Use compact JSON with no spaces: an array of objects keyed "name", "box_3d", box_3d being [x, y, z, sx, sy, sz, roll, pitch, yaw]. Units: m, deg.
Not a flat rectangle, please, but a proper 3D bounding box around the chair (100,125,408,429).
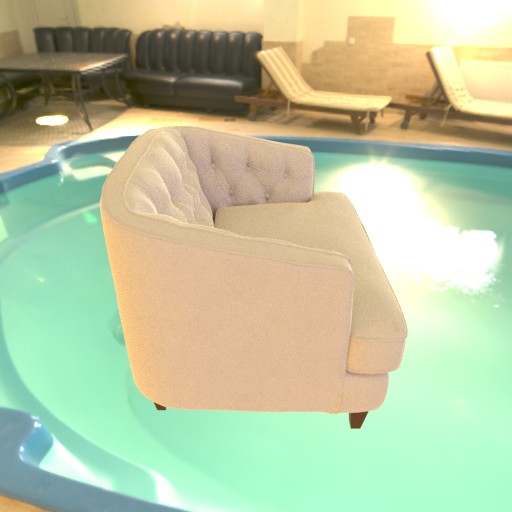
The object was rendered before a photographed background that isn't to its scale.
[{"name":"chair","box_3d":[0.000,0.000,1.769,0.941,0.852,1.104,0,31,0]}]
